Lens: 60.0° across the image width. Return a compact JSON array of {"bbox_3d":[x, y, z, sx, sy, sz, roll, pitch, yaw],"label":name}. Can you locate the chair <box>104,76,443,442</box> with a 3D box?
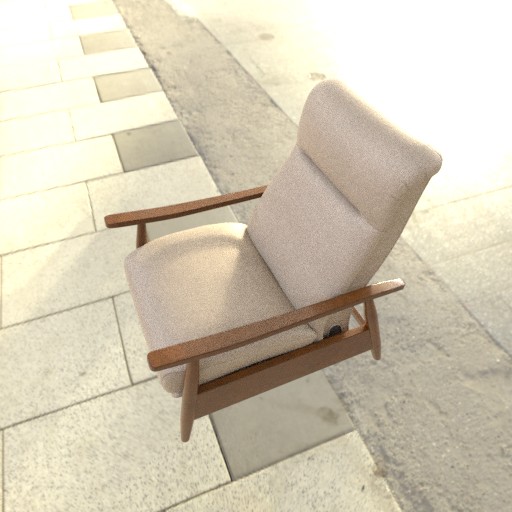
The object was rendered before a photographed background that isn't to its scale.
[{"bbox_3d":[0.000,0.000,1.773,1.030,1.082,0.762,-18,49,-16],"label":"chair"}]
